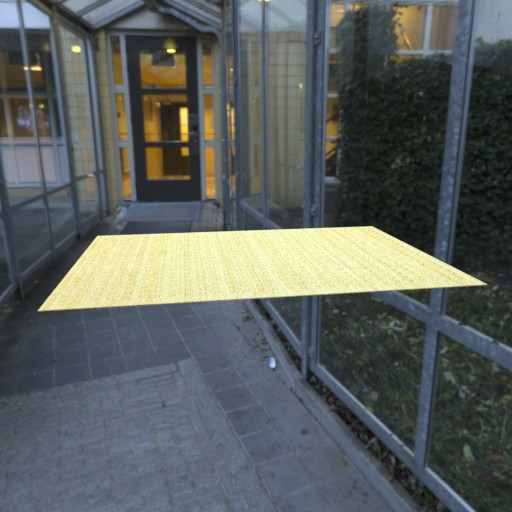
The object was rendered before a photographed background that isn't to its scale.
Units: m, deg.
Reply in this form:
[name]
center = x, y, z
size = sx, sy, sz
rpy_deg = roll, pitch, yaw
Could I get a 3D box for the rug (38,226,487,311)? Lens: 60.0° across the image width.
[rug]
center = 0.000, 0.000, 2.945
size = 2.286, 0.006, 1.524
rpy_deg = -3, 16, -9
